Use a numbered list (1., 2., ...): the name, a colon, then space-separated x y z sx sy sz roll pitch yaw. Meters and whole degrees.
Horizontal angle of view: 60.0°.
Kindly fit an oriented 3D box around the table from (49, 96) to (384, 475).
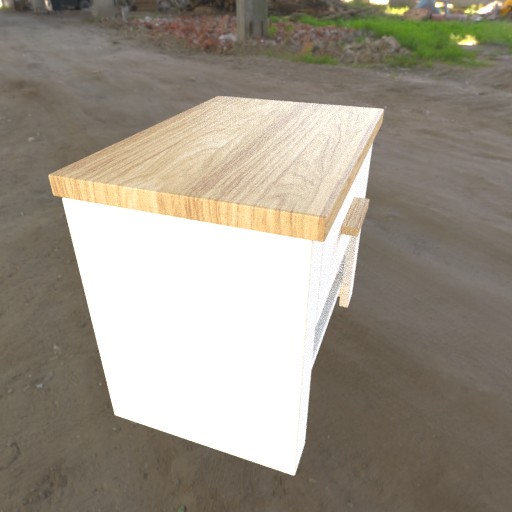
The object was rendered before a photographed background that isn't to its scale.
1. table: 0.000 0.000 0.803 0.360 0.440 0.500 11 33 17
